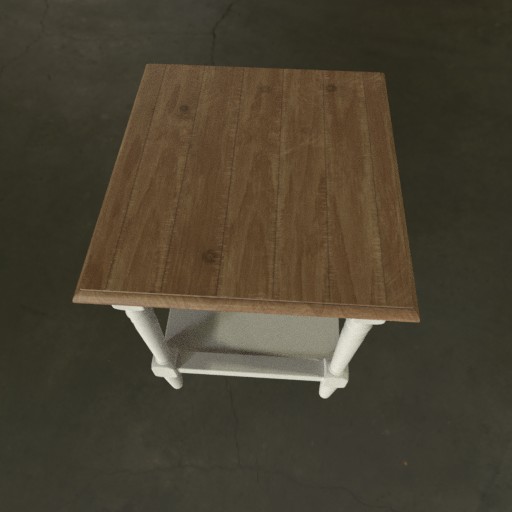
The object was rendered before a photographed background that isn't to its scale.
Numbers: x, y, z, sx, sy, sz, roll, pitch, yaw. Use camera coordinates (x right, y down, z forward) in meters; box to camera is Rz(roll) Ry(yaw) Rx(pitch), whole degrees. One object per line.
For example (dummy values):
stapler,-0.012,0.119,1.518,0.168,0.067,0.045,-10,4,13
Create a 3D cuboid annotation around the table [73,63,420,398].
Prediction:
table,0.000,0.000,0.942,0.457,0.561,0.508,3,58,2
